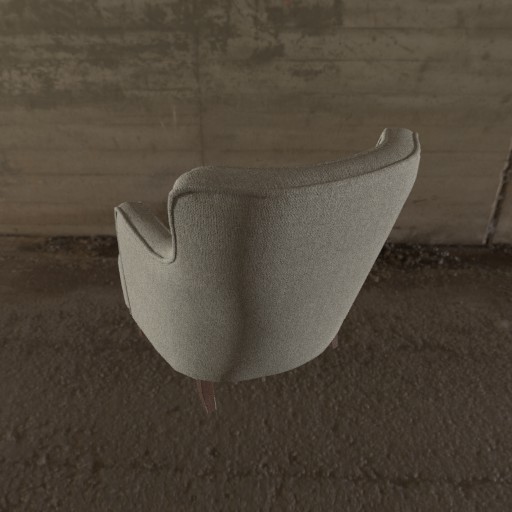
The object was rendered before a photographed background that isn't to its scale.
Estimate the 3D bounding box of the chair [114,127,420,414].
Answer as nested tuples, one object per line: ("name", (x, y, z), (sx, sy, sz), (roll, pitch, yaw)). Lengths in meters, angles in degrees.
("chair", (0.000, 0.000, 1.565), (0.820, 0.920, 0.910), (-19, 35, -30))
